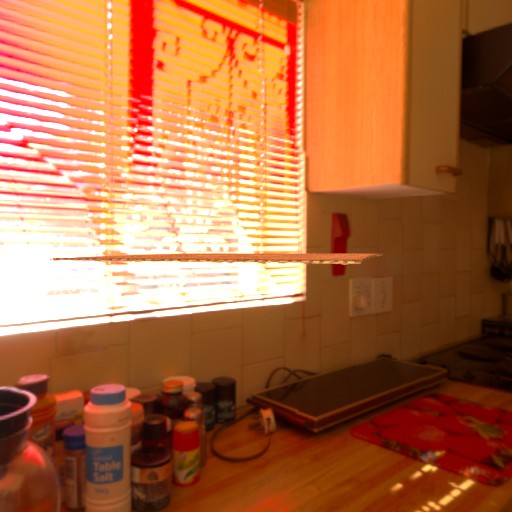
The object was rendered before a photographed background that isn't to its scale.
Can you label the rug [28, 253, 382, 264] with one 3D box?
[{"bbox_3d":[0.000,0.000,3.055,1.619,0.023,2.465,0,1,18],"label":"rug"}]
